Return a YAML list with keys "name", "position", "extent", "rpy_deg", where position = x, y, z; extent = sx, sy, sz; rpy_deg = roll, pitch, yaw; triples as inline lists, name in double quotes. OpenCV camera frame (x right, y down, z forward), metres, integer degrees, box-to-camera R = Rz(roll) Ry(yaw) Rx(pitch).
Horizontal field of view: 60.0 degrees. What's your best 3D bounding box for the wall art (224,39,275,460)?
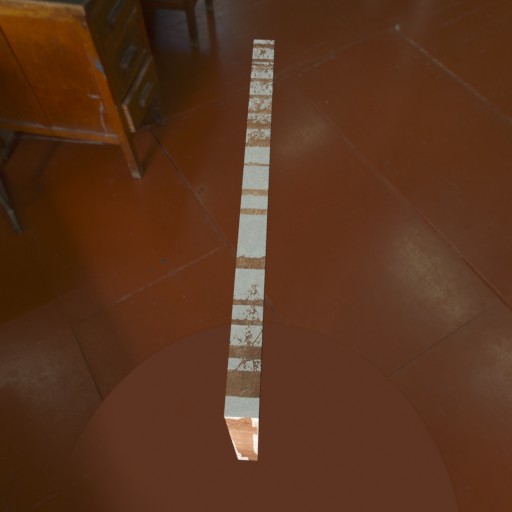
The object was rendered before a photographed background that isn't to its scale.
- name: "wall art"
  position: [0.000, 0.000, 0.770]
  extent: [0.035, 0.405, 0.609]
  rpy_deg: [2, 60, 1]
